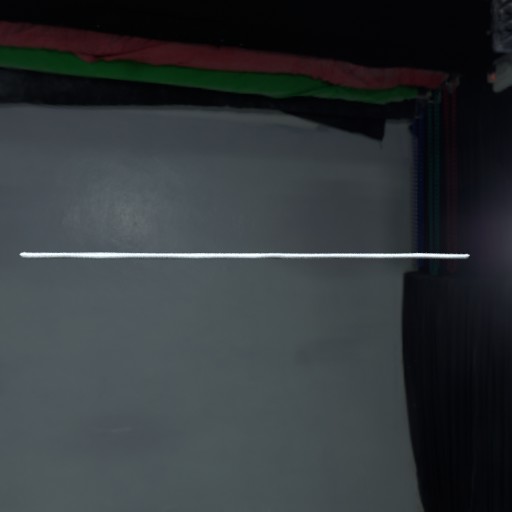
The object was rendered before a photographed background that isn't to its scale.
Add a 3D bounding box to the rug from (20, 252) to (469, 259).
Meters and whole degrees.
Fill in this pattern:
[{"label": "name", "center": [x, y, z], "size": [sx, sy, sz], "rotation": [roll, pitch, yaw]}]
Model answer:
[{"label": "rug", "center": [0.000, 0.000, 2.643], "size": [2.381, 0.035, 0.832], "rotation": [0, 0, -17]}]
